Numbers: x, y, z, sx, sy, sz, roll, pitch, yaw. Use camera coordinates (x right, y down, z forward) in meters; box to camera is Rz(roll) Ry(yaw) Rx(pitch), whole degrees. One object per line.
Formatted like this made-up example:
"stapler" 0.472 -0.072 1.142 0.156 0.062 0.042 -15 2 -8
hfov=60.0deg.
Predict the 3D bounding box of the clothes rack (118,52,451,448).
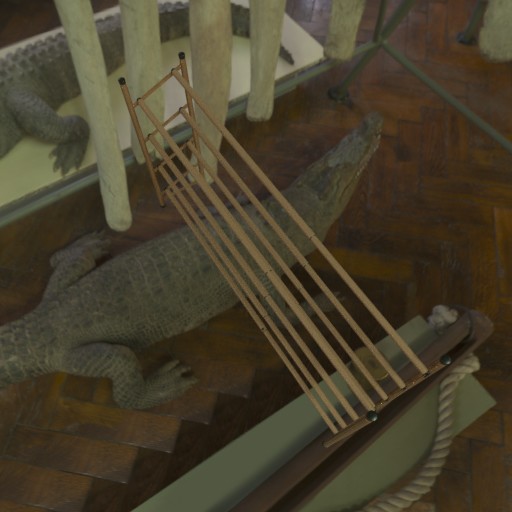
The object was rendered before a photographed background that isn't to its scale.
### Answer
"clothes rack" 0.000 0.000 1.427 0.229 0.672 1.168 -31 67 -15
